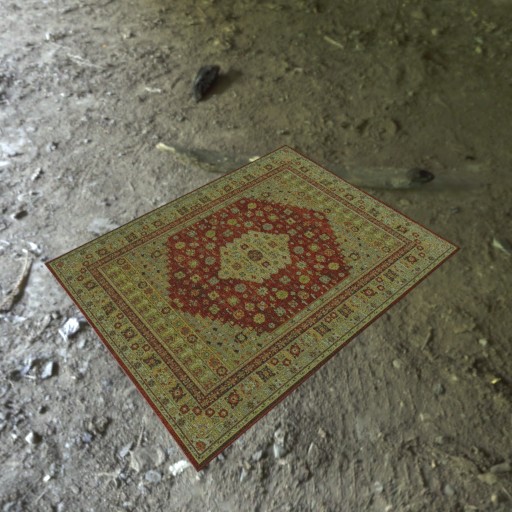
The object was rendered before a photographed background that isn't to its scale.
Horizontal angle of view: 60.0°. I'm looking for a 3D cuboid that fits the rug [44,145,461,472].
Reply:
[{"bbox_3d":[0.000,0.000,4.113,3.053,0.013,2.387,-32,54,-27],"label":"rug"}]
